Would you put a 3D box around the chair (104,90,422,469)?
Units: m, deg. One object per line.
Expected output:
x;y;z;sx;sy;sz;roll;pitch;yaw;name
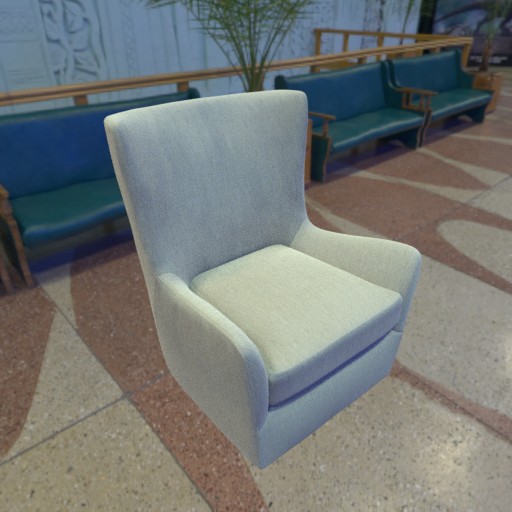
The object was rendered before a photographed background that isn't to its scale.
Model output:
0.000;0.000;1.598;0.779;1.000;0.904;-22;37;-33;chair
